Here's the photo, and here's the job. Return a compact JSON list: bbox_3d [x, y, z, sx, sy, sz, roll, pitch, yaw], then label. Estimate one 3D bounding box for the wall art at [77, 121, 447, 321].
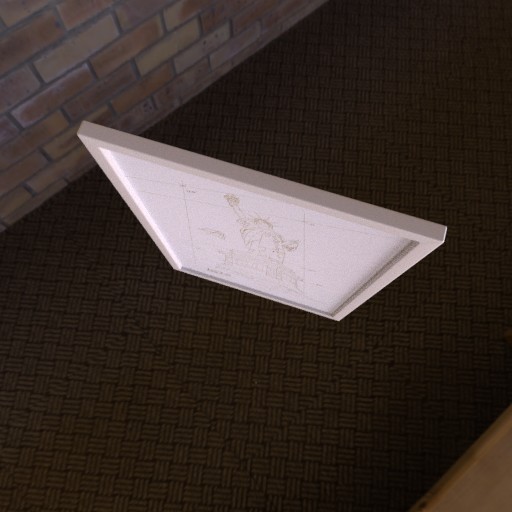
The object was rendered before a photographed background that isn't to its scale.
[{"bbox_3d":[0.000,0.000,1.499,0.808,1.183,0.038,17,75,5],"label":"wall art"}]
